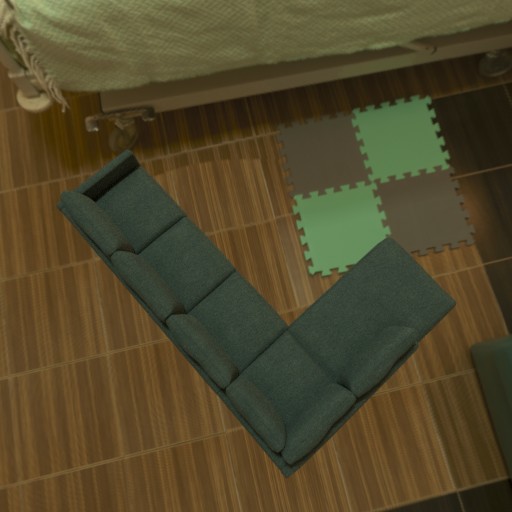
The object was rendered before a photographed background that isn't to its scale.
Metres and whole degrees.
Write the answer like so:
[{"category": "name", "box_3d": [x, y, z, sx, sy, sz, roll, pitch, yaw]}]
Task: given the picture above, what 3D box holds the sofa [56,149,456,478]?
[{"category": "sofa", "box_3d": [0.000, 0.000, 3.864, 2.007, 0.815, 2.949, -41, 79, -9]}]
